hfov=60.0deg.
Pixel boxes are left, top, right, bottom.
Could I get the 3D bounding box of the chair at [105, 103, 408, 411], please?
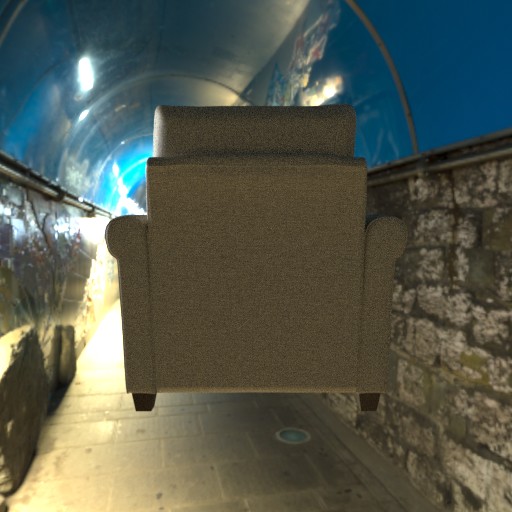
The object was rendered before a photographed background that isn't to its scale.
[{"bbox_3d":[0.000,0.000,2.310,1.275,1.349,1.180,0,2,0],"label":"chair"}]
